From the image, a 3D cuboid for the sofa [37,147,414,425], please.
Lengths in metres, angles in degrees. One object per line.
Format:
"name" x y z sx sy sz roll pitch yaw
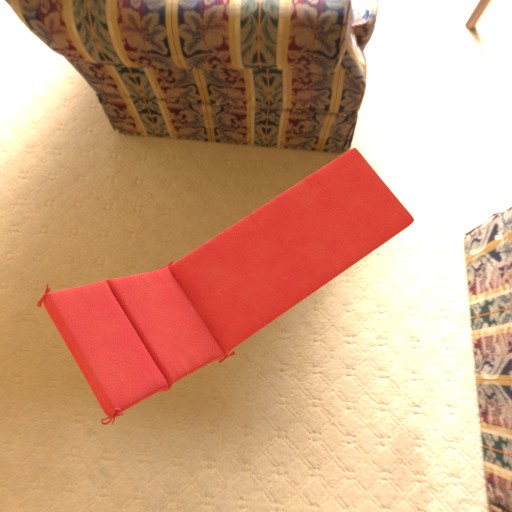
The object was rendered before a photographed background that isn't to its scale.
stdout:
"sofa" 0.000 0.000 1.994 1.663 0.622 0.582 -34 78 -8
